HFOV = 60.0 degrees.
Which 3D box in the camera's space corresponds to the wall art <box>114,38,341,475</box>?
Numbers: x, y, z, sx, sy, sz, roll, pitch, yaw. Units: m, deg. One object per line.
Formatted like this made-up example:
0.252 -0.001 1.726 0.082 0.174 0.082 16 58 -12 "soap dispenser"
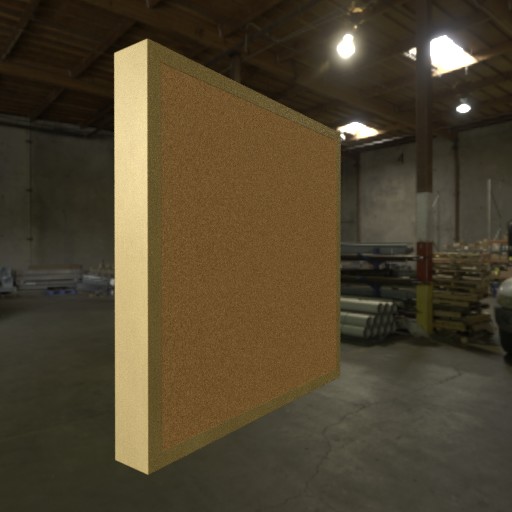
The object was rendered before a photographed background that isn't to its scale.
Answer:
0.000 0.000 0.443 0.038 0.305 0.305 0 1 36 "wall art"
